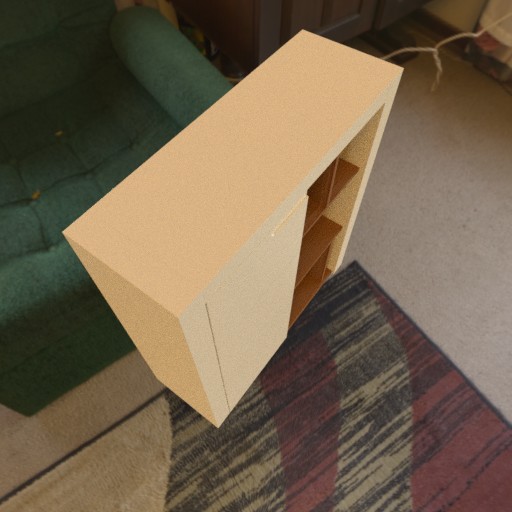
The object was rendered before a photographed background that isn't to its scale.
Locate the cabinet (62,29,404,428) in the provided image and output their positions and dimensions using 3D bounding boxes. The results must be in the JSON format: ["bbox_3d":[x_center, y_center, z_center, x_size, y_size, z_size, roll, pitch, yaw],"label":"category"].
[{"bbox_3d":[0.000,0.000,1.636,0.348,1.150,0.990,32,64,18],"label":"cabinet"}]
